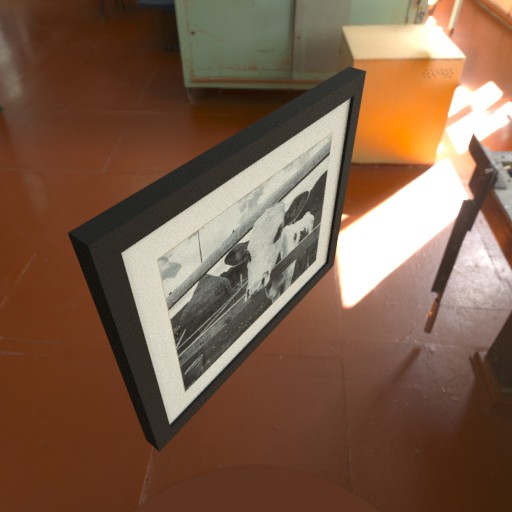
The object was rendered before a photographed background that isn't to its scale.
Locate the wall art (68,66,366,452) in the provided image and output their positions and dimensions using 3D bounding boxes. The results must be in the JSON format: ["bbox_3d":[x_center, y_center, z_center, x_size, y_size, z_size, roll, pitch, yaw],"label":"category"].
[{"bbox_3d":[0.000,0.000,0.538,0.024,0.329,0.404,28,50,27],"label":"wall art"}]
